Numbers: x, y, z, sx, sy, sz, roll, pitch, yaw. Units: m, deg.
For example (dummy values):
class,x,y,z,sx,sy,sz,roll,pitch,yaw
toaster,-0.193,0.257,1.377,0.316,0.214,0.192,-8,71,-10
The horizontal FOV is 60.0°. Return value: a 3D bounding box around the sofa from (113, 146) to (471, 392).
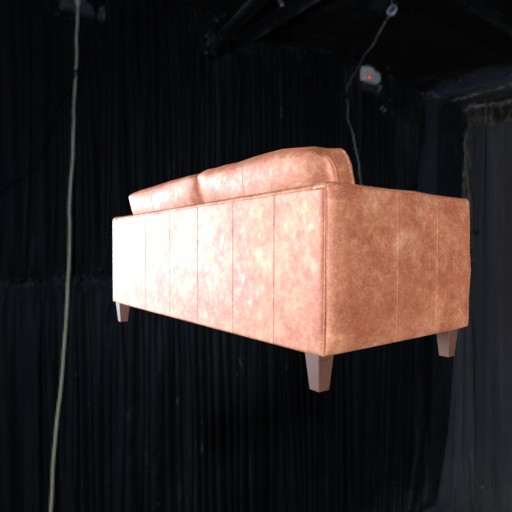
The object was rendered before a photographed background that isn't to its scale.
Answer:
class,x,y,z,sx,sy,sz,roll,pitch,yaw
sofa,0.000,0.000,2.431,0.923,0.863,1.971,-1,1,-37
